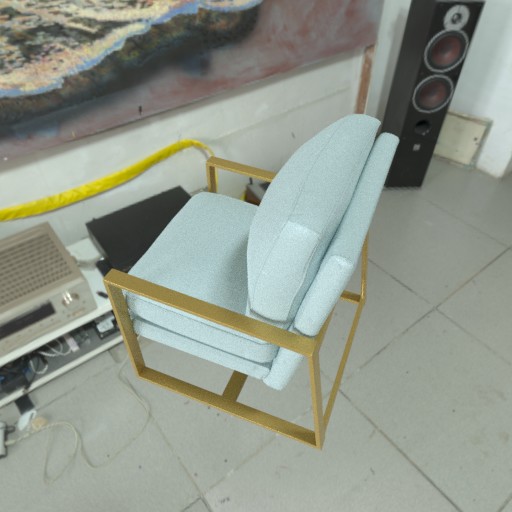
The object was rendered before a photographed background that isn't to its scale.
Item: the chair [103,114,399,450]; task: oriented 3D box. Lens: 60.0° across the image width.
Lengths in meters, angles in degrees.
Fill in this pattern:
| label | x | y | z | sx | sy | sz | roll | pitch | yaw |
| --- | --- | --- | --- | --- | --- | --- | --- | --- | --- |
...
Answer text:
| label | x | y | z | sx | sy | sz | roll | pitch | yaw |
| --- | --- | --- | --- | --- | --- | --- | --- | --- | --- |
| chair | 0.000 | 0.000 | 1.598 | 0.813 | 0.956 | 0.758 | 16 | 47 | 16 |
